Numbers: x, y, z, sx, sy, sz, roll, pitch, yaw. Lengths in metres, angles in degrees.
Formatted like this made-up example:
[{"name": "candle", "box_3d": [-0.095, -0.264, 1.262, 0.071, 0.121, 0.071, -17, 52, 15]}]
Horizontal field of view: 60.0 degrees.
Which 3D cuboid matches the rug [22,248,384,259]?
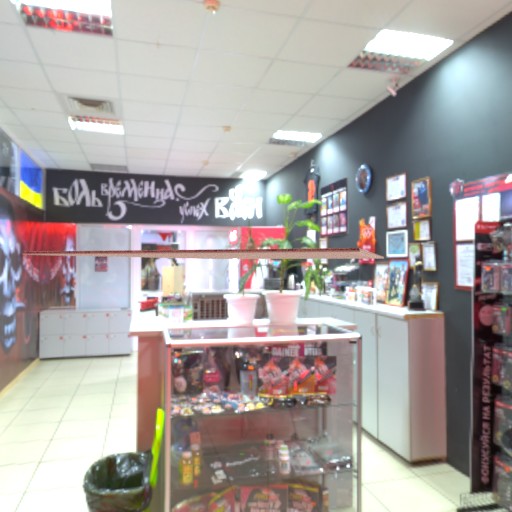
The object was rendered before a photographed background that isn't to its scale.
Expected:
[{"name": "rug", "box_3d": [0.000, 0.000, 2.888, 1.521, 0.015, 2.280, 0, -1, 18]}]
